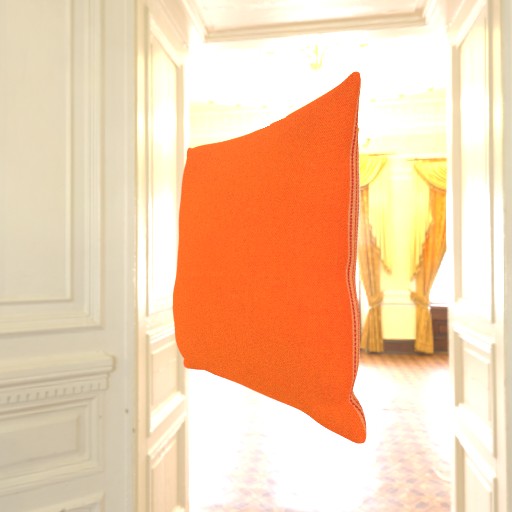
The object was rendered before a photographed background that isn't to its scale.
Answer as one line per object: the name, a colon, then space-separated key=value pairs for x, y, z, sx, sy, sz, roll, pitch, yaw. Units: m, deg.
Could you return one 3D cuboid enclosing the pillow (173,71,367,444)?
pillow: x=0.000 y=0.000 z=0.693 sx=0.182 sy=0.441 sz=0.440 roll=0 pitch=-1 yaw=-37
